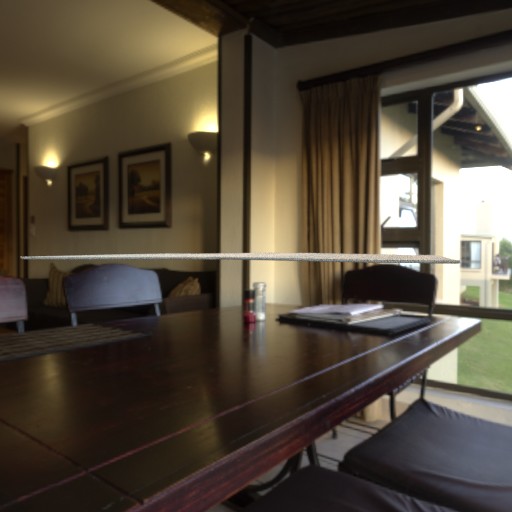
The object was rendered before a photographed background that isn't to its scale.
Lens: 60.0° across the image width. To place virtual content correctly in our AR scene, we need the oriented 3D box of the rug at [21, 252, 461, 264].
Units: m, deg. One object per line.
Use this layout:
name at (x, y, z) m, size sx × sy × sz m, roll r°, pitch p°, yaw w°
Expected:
rug at (0.000, 0.000, 2.919) m, size 2.306 × 0.030 × 1.613 m, roll 0°, pitch 1°, yaw 19°
